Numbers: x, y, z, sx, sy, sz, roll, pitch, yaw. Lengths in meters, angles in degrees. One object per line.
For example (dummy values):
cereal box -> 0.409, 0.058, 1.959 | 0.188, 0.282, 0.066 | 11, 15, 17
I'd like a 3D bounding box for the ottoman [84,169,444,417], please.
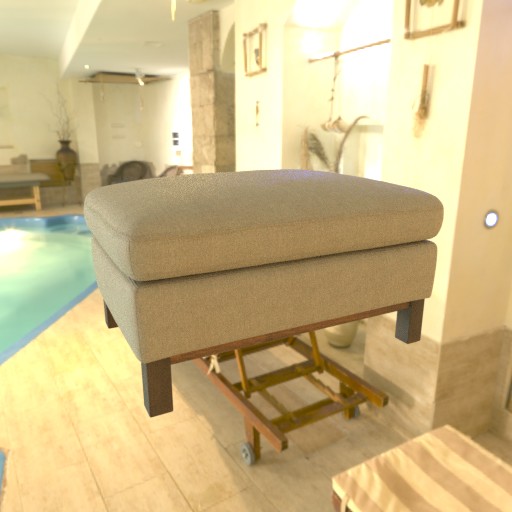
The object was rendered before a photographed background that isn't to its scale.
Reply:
ottoman -> 0.000, 0.000, 1.088 | 0.735, 0.404, 0.528 | -8, 17, -26
